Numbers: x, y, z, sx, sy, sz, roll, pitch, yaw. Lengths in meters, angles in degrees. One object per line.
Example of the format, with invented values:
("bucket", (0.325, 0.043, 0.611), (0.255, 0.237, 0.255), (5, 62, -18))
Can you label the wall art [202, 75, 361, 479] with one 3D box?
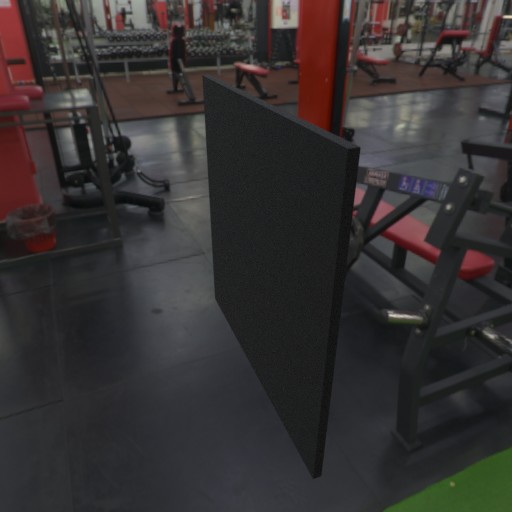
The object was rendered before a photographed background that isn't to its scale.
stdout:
("wall art", (0.000, 0.000, 0.677), (0.013, 0.458, 0.456), (-11, 32, -19))
